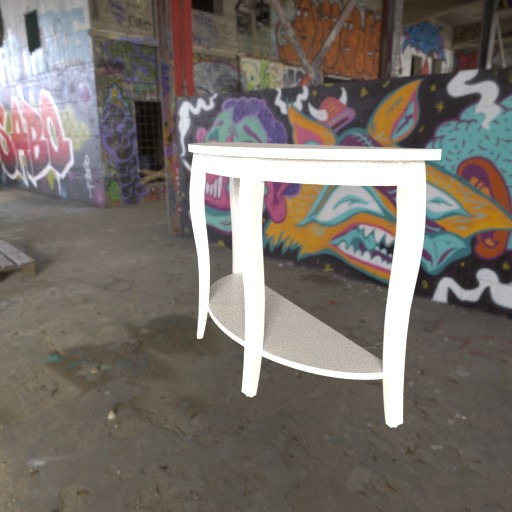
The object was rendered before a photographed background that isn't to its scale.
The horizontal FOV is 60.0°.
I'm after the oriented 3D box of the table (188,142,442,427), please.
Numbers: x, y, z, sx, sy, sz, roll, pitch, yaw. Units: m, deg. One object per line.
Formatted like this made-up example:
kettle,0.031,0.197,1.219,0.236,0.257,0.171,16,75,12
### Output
table,0.000,0.000,1.607,0.394,0.780,1.219,-7,17,-25
